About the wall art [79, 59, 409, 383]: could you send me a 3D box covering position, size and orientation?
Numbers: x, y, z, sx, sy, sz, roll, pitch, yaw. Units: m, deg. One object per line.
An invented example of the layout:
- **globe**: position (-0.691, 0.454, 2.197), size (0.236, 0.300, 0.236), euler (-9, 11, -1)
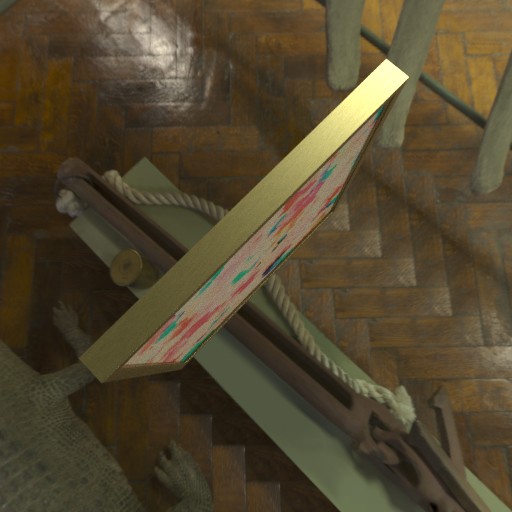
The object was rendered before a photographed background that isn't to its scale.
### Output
- **wall art**: position (0.000, 0.000, 0.762), size (0.037, 0.509, 0.510), euler (43, 81, 9)
